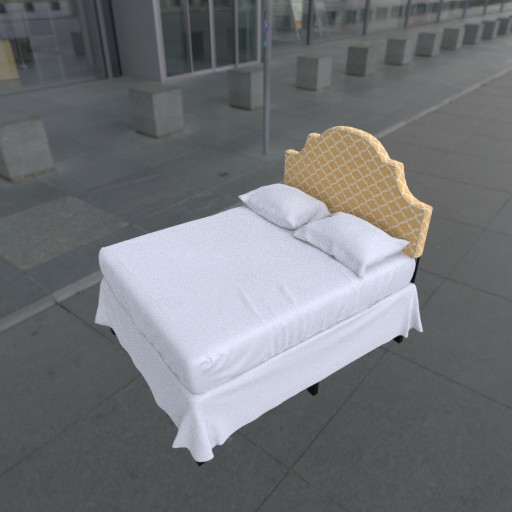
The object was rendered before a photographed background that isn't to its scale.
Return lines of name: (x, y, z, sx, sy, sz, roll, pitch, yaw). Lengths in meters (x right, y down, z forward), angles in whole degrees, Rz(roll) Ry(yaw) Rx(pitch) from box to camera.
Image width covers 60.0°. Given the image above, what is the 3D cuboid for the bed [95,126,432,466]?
bed: (0.000, 0.000, 3.396, 2.222, 1.633, 1.780, -21, 37, -30)
